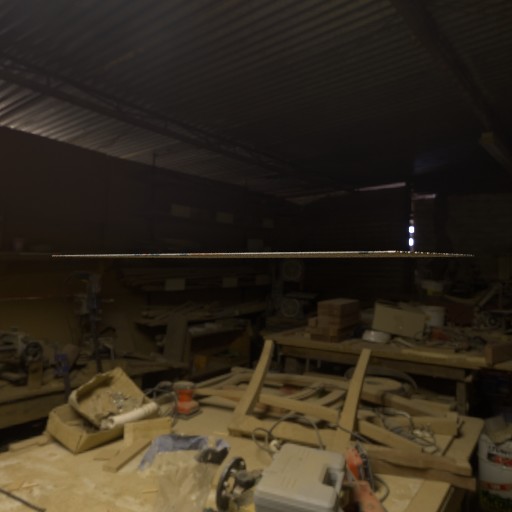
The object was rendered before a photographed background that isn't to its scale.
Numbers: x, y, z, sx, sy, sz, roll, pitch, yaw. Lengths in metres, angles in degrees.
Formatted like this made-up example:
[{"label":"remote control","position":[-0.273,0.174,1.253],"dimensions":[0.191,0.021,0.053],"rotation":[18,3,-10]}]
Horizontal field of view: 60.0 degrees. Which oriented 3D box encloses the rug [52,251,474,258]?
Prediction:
[{"label":"rug","position":[0.000,0.000,2.992],"dimensions":[2.428,0.010,1.533],"rotation":[0,-1,36]}]
